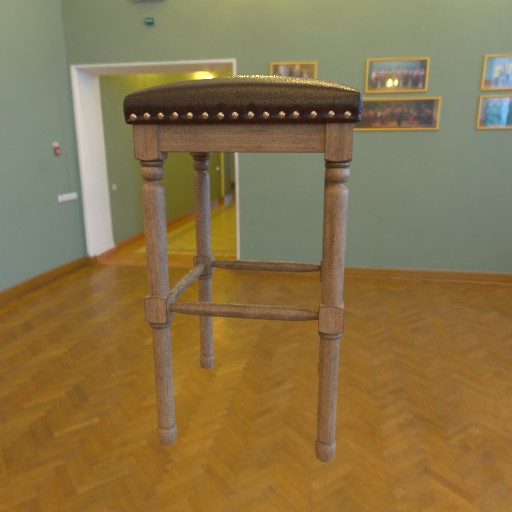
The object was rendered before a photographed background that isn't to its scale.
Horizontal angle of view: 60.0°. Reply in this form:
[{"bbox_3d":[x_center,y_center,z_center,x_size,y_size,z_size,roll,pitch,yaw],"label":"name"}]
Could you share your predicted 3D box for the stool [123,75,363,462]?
[{"bbox_3d":[0.000,0.000,0.938,0.383,0.702,0.382,2,14,8],"label":"stool"}]
